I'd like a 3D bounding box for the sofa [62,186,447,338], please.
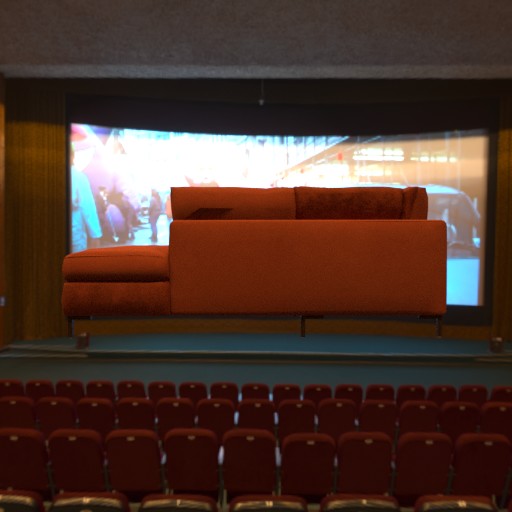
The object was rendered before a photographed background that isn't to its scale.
[{"bbox_3d":[0.000,0.000,3.477,1.879,0.757,2.736,0,1,0],"label":"sofa"}]
